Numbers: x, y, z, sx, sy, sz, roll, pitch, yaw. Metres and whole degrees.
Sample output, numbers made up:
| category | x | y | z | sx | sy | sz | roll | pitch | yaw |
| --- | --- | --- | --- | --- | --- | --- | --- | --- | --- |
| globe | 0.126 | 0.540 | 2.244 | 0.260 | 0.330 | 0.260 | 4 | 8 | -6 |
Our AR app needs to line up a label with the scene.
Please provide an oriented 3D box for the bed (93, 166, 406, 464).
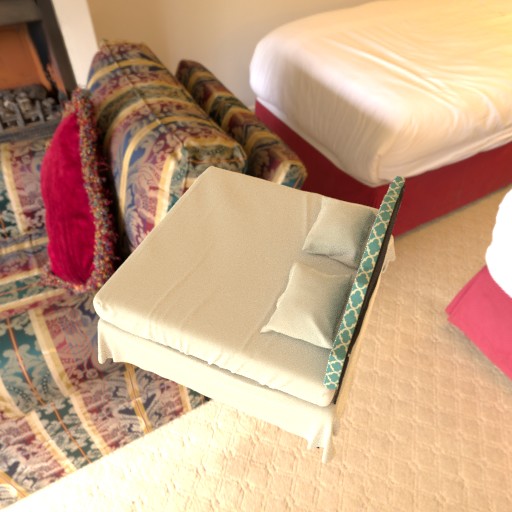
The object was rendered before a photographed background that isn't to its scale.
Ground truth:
| category | x | y | z | sx | sy | sz | roll | pitch | yaw |
| --- | --- | --- | --- | --- | --- | --- | --- | --- | --- |
| bed | 0.000 | 0.000 | 3.791 | 2.222 | 1.601 | 2.314 | 17 | 48 | 16 |
